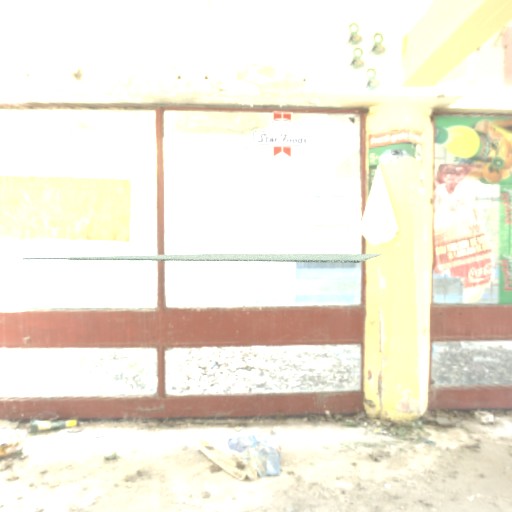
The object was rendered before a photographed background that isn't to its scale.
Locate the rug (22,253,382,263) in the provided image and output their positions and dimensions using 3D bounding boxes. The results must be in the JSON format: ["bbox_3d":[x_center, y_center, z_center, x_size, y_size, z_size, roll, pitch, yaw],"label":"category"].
[{"bbox_3d":[0.000,0.000,2.195,1.142,0.006,1.752,0,1,18],"label":"rug"}]
